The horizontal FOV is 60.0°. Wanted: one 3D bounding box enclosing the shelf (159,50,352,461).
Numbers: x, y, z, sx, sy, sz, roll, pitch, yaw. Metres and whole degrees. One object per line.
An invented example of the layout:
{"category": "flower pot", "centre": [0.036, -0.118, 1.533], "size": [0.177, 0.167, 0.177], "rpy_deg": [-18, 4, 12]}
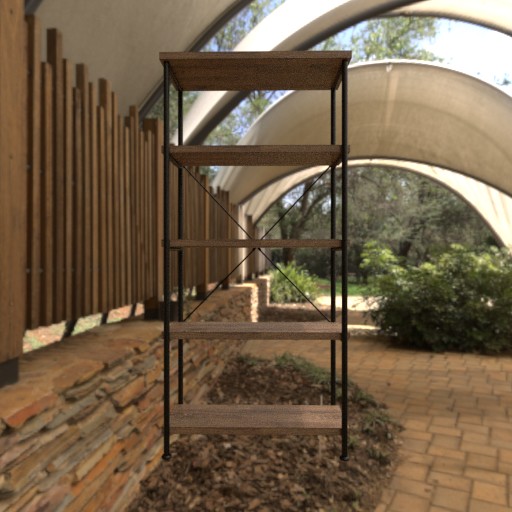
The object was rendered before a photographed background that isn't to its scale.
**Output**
{"category": "shelf", "centre": [0.000, 0.000, 2.020], "size": [0.800, 1.700, 0.360], "rpy_deg": [0, 0, 1]}
